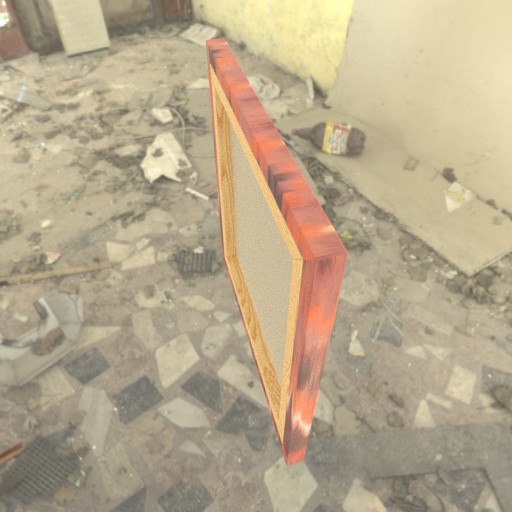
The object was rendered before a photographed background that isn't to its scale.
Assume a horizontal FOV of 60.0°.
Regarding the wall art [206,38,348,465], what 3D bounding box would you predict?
[{"bbox_3d":[0.000,0.000,0.878,0.037,0.609,0.603,-11,47,-10],"label":"wall art"}]
